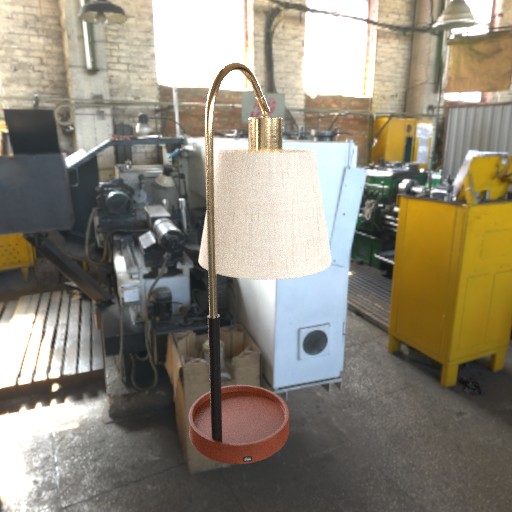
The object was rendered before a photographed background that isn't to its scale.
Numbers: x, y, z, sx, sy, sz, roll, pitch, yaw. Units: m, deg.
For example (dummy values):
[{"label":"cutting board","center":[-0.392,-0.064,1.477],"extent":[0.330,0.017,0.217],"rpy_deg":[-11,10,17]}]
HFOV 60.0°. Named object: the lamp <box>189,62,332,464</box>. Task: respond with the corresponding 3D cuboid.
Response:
[{"label":"lamp","center":[0.000,0.000,0.678],"extent":[0.211,0.536,0.273],"rpy_deg":[8,17,26]}]
